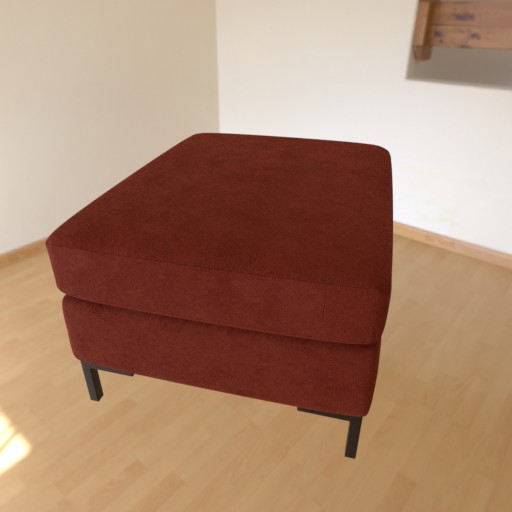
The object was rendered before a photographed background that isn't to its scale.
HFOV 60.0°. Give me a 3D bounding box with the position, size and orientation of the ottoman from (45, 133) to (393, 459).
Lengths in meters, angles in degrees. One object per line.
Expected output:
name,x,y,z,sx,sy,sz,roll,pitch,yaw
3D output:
ottoman,0.000,0.000,1.165,0.650,0.462,0.782,7,31,13
